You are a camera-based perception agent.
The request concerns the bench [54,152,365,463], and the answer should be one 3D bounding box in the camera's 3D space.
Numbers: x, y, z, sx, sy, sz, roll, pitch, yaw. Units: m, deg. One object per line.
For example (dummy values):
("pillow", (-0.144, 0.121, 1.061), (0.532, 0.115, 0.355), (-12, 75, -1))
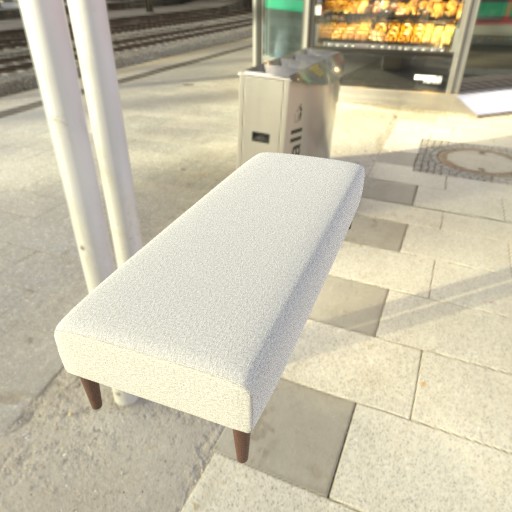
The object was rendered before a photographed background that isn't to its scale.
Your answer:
("bench", (0.000, 0.000, 1.838), (0.631, 0.383, 1.598), (12, 33, 18))
